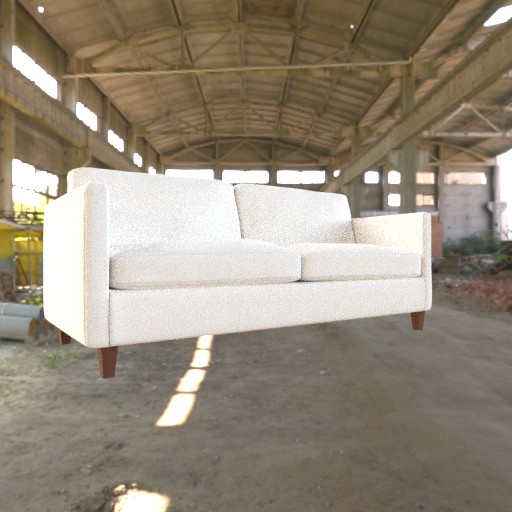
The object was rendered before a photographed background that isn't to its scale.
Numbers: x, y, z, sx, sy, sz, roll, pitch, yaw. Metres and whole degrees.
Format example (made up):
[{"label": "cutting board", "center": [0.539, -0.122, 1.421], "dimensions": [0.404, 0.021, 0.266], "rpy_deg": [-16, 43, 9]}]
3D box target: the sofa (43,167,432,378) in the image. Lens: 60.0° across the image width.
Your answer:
[{"label": "sofa", "center": [0.000, 0.000, 2.578], "dimensions": [2.139, 0.933, 0.924], "rpy_deg": [0, 0, -34]}]
